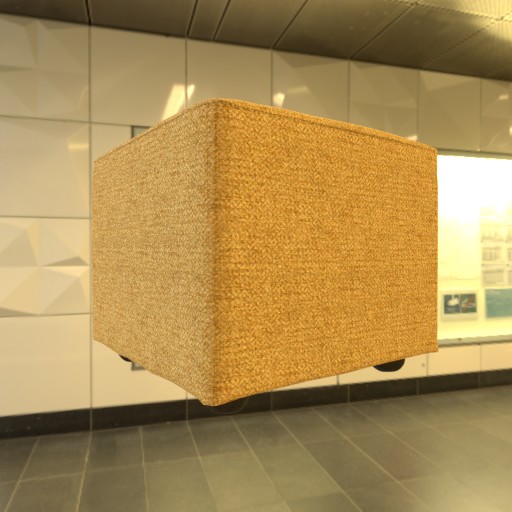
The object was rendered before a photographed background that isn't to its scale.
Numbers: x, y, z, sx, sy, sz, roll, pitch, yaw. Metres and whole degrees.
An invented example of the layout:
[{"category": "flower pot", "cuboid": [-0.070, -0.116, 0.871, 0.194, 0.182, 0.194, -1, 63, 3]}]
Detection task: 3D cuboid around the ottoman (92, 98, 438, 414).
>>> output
[{"category": "ottoman", "cuboid": [0.000, 0.000, 0.879, 0.505, 0.441, 0.512, -1, 1, -36]}]
